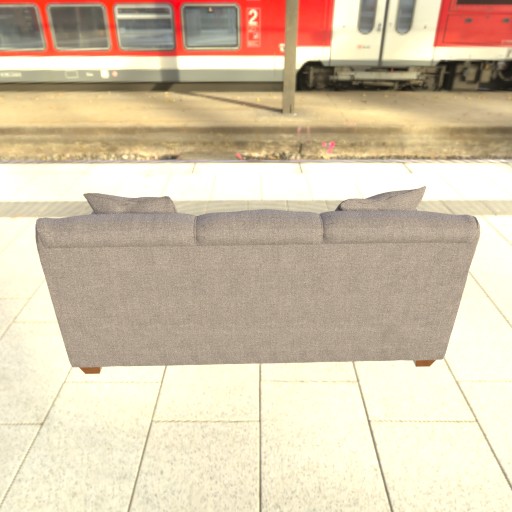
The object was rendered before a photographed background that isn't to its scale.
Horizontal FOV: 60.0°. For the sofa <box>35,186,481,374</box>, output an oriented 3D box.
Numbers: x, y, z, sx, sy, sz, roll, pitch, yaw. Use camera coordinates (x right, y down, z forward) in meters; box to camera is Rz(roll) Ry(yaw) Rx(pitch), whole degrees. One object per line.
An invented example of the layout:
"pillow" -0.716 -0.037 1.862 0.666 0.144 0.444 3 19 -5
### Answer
"sofa" 0.000 0.000 2.588 2.024 0.958 0.997 -1 30 -1
